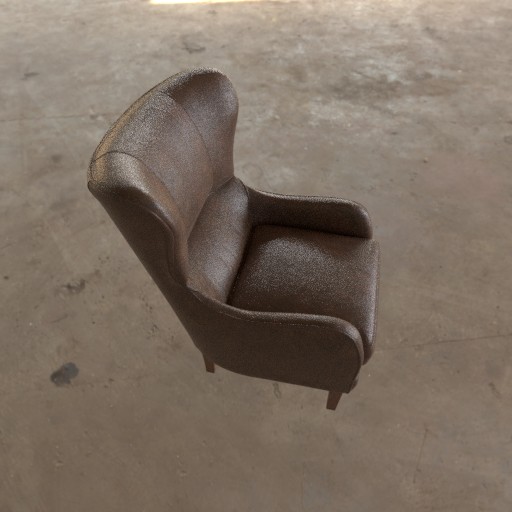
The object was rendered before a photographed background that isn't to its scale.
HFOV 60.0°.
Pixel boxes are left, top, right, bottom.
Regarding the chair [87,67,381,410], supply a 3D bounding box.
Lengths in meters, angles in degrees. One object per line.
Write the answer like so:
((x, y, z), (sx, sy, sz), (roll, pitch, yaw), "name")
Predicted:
((0.000, 0.000, 1.600), (0.914, 1.048, 0.692), (10, 49, 9), "chair")
